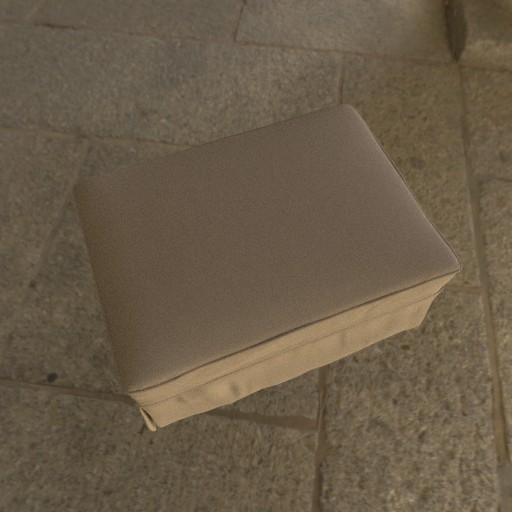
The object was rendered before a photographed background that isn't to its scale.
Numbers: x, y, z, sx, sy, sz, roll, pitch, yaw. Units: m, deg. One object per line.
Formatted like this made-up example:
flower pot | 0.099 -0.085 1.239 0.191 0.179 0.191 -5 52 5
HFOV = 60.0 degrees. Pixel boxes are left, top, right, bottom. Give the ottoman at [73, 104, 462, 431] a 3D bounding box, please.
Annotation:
ottoman | 0.000 0.000 1.373 0.959 0.482 0.721 -19 64 -10
